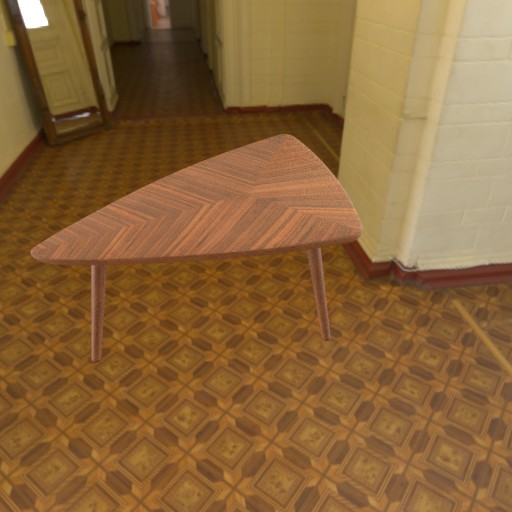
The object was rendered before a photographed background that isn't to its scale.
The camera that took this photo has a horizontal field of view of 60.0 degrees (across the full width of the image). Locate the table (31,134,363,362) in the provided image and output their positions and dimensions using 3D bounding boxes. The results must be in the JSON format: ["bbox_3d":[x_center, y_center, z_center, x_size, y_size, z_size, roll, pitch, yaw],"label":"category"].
[{"bbox_3d":[0.000,0.000,1.272,0.601,0.365,1.008,22,39,30],"label":"table"}]
